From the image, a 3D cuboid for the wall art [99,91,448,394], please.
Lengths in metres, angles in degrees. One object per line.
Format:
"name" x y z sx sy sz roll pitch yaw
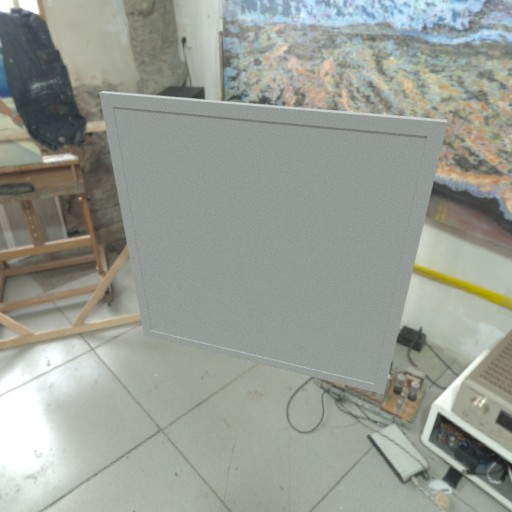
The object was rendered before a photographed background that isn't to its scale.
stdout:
"wall art" 0.000 0.000 0.992 0.660 0.660 0.015 10 34 15
